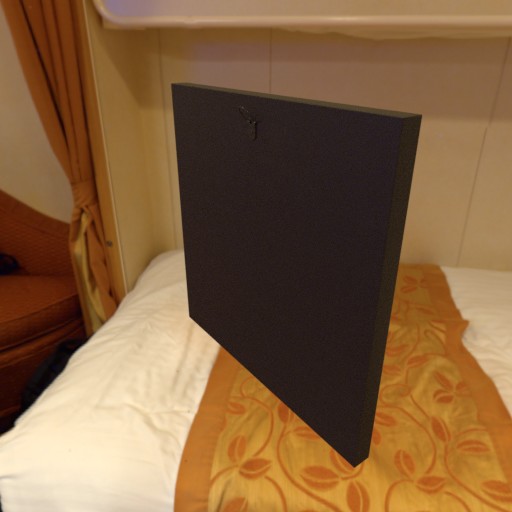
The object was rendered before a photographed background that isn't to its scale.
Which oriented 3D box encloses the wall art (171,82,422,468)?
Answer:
[{"bbox_3d":[0.000,0.000,0.509,0.038,0.349,0.349,-18,31,-33],"label":"wall art"}]
